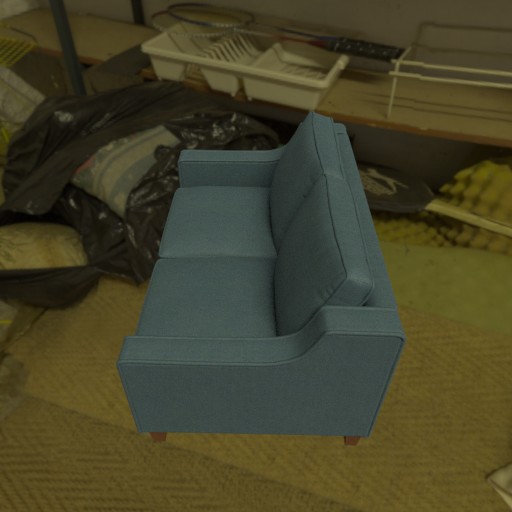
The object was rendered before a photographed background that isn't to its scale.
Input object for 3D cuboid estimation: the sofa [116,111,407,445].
[{"bbox_3d":[0.000,0.000,2.176,0.987,0.971,1.501,1,42,1],"label":"sofa"}]
